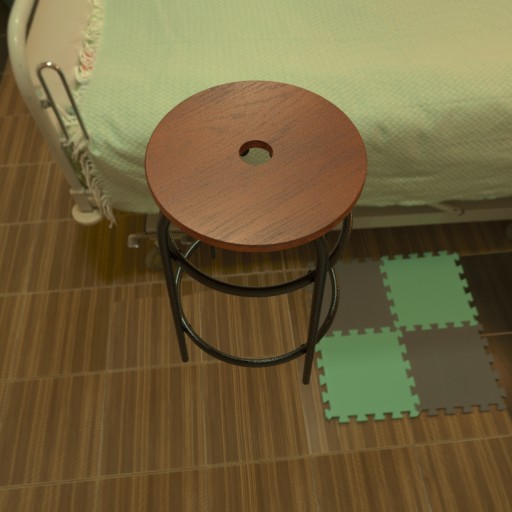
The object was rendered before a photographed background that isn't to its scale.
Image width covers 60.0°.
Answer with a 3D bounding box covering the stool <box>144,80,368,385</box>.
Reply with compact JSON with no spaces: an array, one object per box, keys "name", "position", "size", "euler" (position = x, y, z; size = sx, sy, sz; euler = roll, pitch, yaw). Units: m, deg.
[{"name":"stool","position":[0.000,0.000,0.930],"size":[0.455,0.610,0.455],"euler":[-31,64,-17]}]
